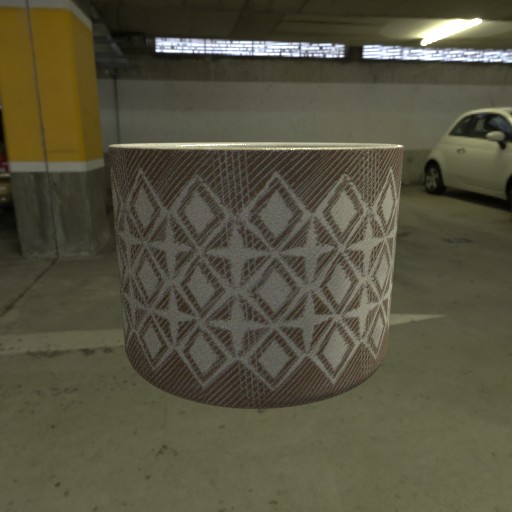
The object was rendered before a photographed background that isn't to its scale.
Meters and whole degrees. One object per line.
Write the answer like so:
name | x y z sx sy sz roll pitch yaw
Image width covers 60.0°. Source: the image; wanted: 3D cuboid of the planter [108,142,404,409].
planter | 0.000 0.000 0.213 0.126 0.104 0.126 0 15 0
